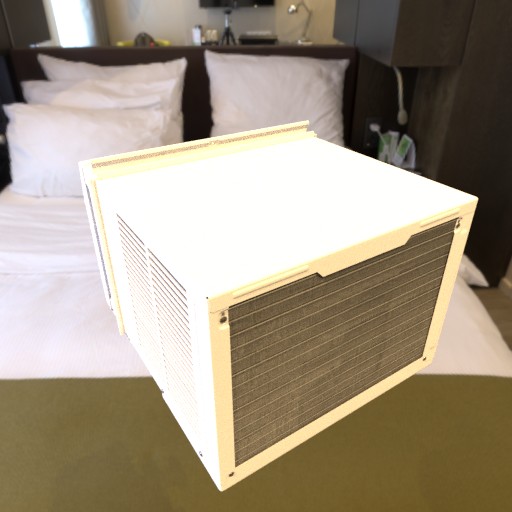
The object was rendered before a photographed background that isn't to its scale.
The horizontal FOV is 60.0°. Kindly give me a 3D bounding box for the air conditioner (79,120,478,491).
[{"bbox_3d":[0.000,0.000,0.861,0.503,0.388,0.546,-19,36,-28],"label":"air conditioner"}]
